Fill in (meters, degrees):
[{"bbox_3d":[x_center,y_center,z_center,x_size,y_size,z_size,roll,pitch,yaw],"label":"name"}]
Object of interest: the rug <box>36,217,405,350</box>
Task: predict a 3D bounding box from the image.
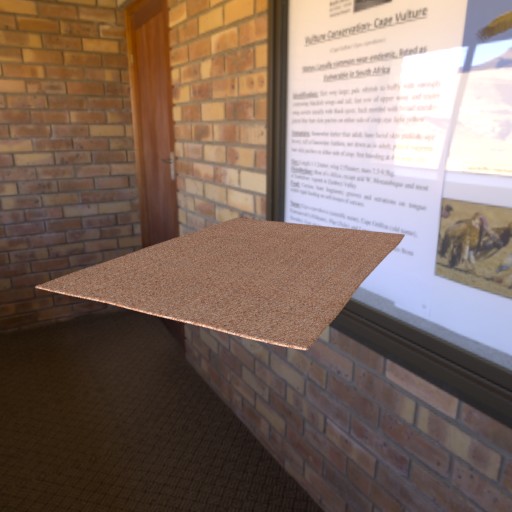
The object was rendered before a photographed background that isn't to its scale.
[{"bbox_3d":[0.000,0.000,2.916,1.566,0.013,2.141,8,18,26],"label":"rug"}]
